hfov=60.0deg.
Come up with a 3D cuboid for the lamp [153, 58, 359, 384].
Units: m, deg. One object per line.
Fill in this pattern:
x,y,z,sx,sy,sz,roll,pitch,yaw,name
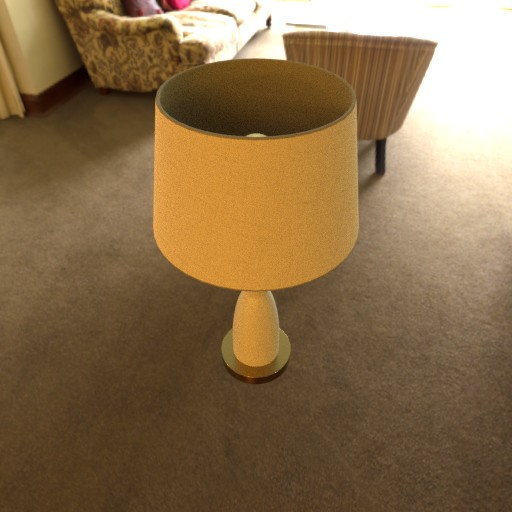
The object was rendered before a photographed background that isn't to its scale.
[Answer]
0.000,0.000,0.729,0.309,0.545,0.309,0,42,0,lamp
